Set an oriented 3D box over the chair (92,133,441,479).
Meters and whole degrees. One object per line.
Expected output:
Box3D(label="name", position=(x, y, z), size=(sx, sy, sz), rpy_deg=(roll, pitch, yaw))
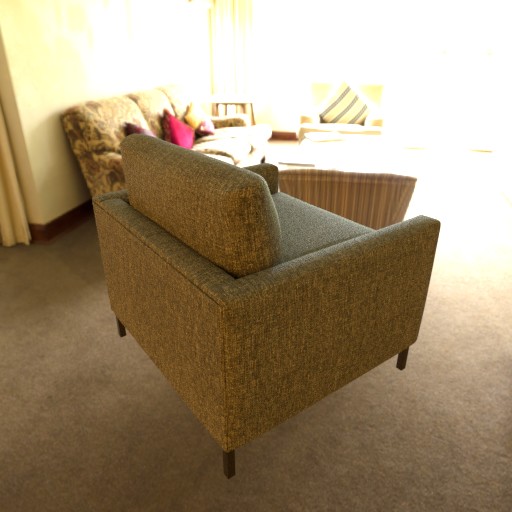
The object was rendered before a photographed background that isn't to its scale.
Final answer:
Box3D(label="chair", position=(0.000, 0.000, 1.641), size=(0.866, 0.861, 0.963), rpy_deg=(-18, 31, -32))
